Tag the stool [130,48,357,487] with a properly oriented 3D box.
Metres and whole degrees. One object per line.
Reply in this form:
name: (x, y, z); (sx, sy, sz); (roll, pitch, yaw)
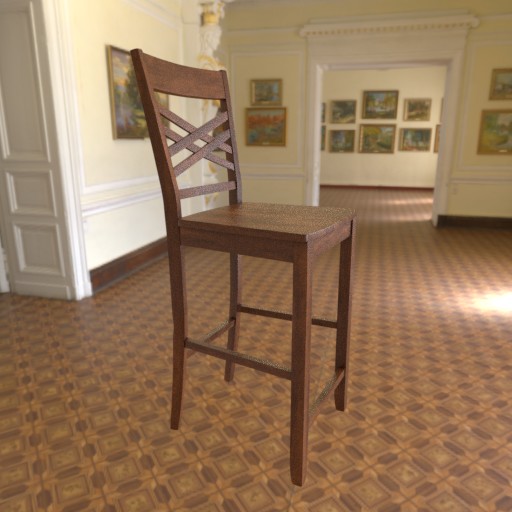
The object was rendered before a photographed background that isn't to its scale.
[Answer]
stool: (0.000, 0.000, 1.305); (0.504, 1.098, 0.426); (8, 17, 27)
